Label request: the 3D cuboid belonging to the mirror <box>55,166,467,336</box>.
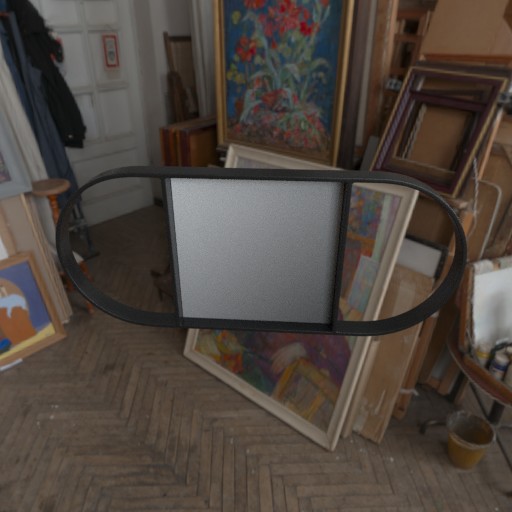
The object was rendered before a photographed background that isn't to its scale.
[{"bbox_3d":[0.000,0.000,0.647,0.584,0.254,0.032,2,29,4],"label":"mirror"}]
